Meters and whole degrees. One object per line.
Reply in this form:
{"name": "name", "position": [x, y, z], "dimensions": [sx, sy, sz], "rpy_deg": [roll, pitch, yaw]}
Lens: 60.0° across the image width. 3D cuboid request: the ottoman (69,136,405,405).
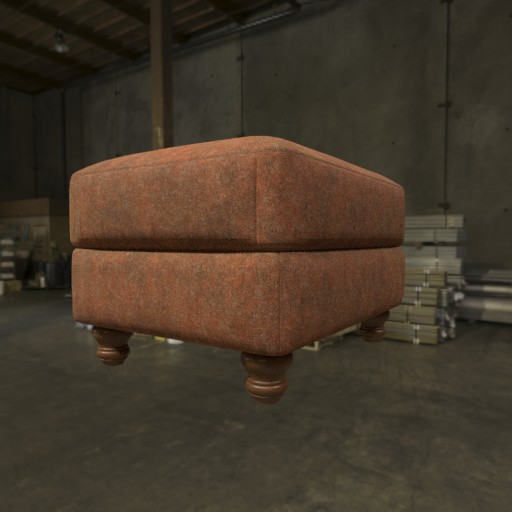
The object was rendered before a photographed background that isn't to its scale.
{"name": "ottoman", "position": [0.000, 0.000, 1.176], "dimensions": [0.635, 0.508, 0.787], "rpy_deg": [1, 3, 34]}
